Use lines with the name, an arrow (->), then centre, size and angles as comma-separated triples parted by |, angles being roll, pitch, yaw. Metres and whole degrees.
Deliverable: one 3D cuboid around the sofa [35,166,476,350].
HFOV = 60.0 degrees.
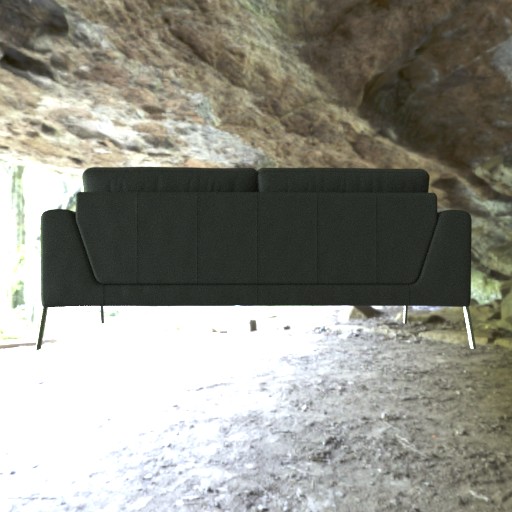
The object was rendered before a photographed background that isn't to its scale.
sofa -> 0.000, 0.000, 2.499 | 2.017, 0.875, 0.953 | 0, -1, -1
